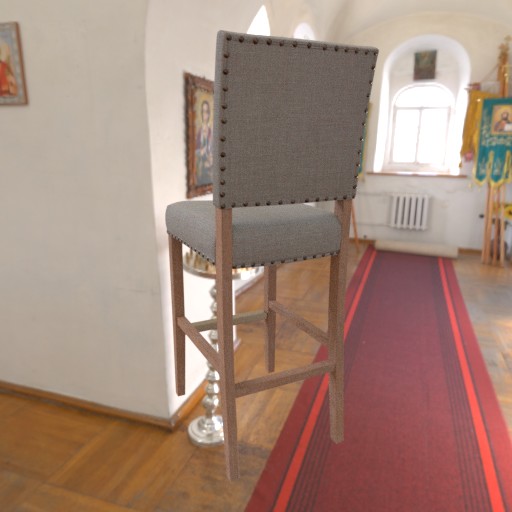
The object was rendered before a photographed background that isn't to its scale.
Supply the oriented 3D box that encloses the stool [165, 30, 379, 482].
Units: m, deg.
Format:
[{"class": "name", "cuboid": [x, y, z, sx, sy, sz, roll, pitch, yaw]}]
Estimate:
[{"class": "stool", "cuboid": [0.000, 0.000, 1.441, 0.445, 1.203, 0.585, -7, 17, -25]}]
